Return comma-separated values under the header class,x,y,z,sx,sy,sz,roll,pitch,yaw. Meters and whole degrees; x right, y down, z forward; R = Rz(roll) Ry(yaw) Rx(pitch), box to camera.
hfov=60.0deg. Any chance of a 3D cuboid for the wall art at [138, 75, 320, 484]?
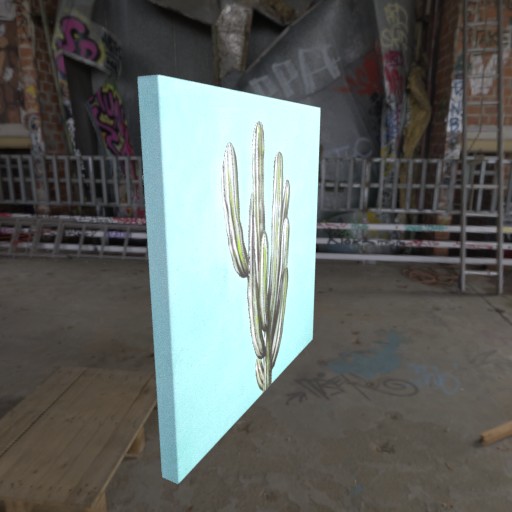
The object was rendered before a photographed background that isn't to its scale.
class,x,y,z,sx,sy,sz,roll,pitch,yaw
wall art,0.000,0.000,1.580,0.070,1.073,1.071,7,16,26
